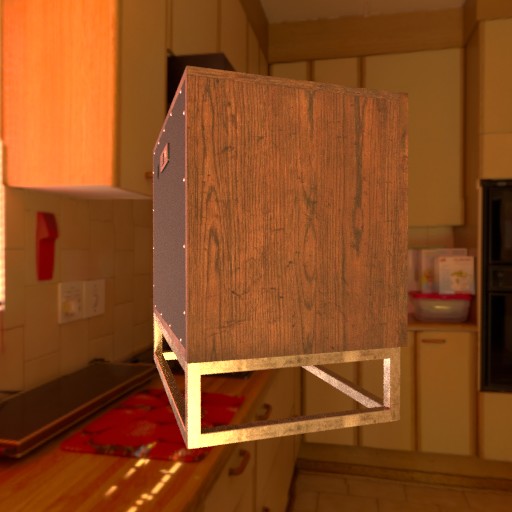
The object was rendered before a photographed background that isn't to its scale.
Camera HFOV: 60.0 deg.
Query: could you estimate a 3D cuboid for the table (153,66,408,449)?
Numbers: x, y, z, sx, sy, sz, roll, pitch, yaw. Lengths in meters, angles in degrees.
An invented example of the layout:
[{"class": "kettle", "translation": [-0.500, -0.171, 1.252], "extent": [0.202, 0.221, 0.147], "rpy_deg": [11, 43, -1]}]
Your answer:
[{"class": "table", "translation": [0.000, 0.000, 1.302], "extent": [0.542, 0.746, 0.767], "rpy_deg": [0, 1, -18]}]
